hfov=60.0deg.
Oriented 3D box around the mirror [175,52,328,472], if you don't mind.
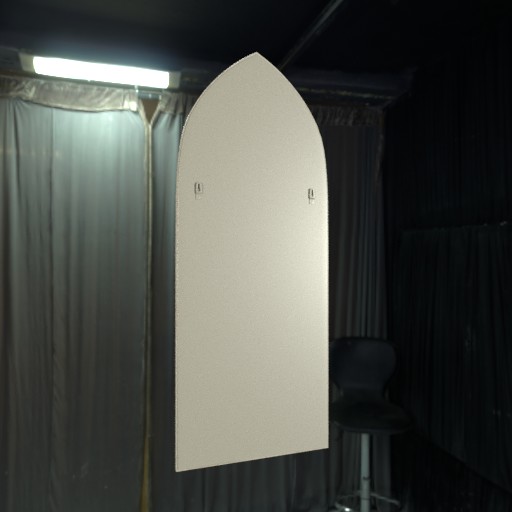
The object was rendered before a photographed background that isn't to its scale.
[{"bbox_3d":[0.000,0.000,1.285,0.464,1.175,0.025,0,0,-19],"label":"mirror"}]
